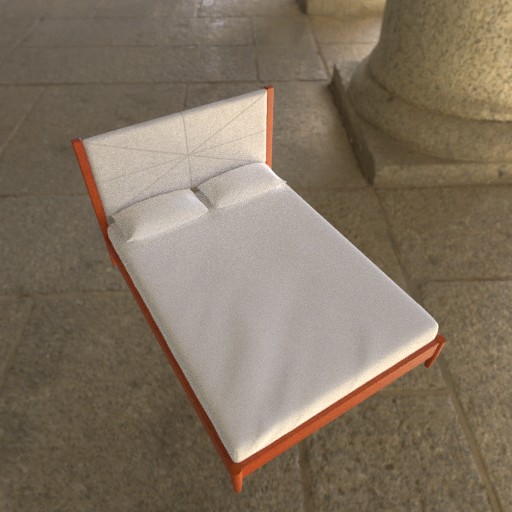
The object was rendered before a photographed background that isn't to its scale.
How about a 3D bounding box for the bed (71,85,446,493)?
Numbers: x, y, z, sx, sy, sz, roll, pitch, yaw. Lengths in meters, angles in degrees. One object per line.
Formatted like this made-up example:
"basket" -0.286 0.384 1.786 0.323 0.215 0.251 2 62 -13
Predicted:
"bed" 0.000 0.000 2.972 1.566 1.165 2.117 -24 50 -21
